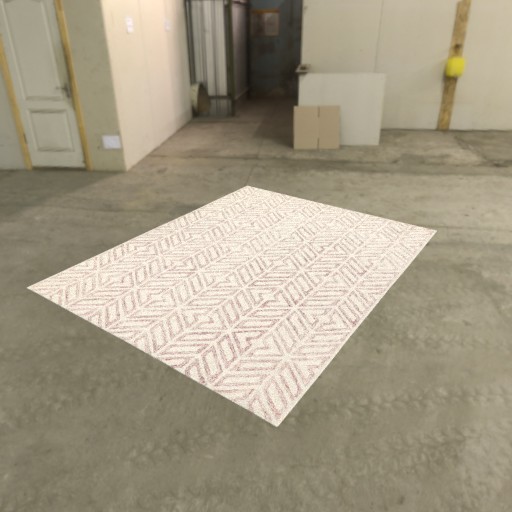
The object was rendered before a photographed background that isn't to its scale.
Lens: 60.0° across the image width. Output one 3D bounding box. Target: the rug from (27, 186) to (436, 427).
[{"bbox_3d":[0.000,0.000,4.088,2.421,0.008,3.045,18,33,30],"label":"rug"}]
